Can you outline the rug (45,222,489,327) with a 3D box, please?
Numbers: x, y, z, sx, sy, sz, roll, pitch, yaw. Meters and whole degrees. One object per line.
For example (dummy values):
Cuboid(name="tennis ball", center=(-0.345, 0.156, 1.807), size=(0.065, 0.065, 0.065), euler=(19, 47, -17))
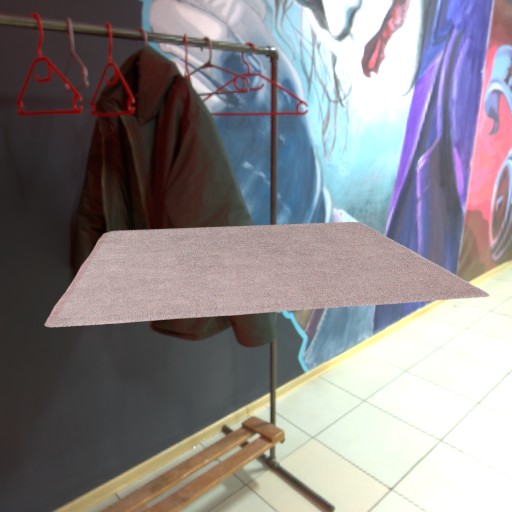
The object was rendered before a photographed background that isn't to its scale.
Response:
Cuboid(name="rug", center=(0.000, 0.000, 3.896), size=(2.933, 0.027, 2.332), euler=(-3, 17, -9))
